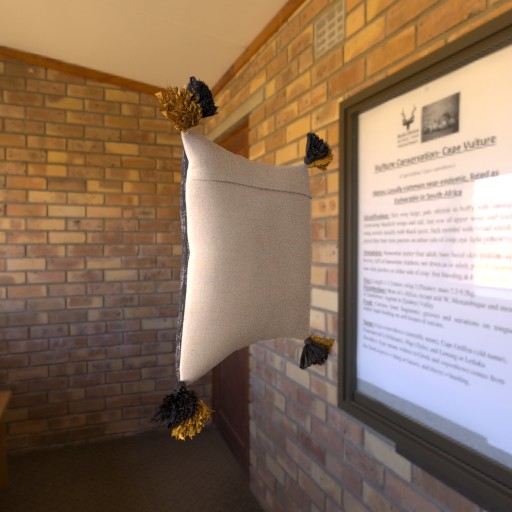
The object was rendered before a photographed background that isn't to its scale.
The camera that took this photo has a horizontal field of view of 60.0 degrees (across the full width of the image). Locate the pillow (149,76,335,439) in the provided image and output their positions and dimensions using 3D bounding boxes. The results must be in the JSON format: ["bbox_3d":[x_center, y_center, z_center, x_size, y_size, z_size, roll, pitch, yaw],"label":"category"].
[{"bbox_3d":[0.000,0.000,1.008,0.139,0.659,0.654,1,1,36],"label":"pillow"}]
